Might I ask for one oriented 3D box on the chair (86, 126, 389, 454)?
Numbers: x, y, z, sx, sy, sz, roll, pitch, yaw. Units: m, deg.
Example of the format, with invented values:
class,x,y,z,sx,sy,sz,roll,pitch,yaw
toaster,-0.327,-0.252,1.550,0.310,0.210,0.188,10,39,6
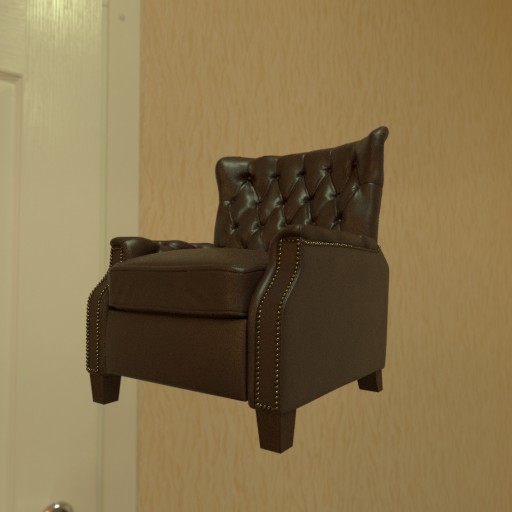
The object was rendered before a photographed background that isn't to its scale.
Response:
class,x,y,z,sx,sy,sz,roll,pitch,yaw
chair,0.000,0.000,1.436,0.709,0.864,0.823,-1,-2,35
